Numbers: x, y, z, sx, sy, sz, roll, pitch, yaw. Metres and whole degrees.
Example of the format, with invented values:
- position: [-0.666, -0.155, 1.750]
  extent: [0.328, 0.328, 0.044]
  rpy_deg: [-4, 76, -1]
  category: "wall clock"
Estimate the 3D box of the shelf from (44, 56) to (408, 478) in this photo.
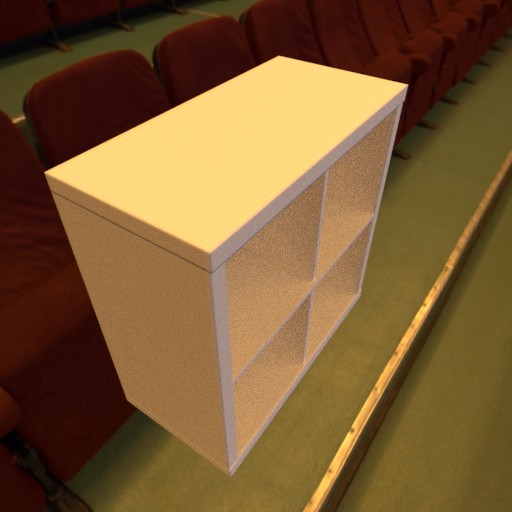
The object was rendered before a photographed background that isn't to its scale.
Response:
- position: [0.000, 0.000, 1.228]
  extent: [0.390, 0.786, 0.790]
  rpy_deg: [25, 47, 25]
  category: "shelf"
